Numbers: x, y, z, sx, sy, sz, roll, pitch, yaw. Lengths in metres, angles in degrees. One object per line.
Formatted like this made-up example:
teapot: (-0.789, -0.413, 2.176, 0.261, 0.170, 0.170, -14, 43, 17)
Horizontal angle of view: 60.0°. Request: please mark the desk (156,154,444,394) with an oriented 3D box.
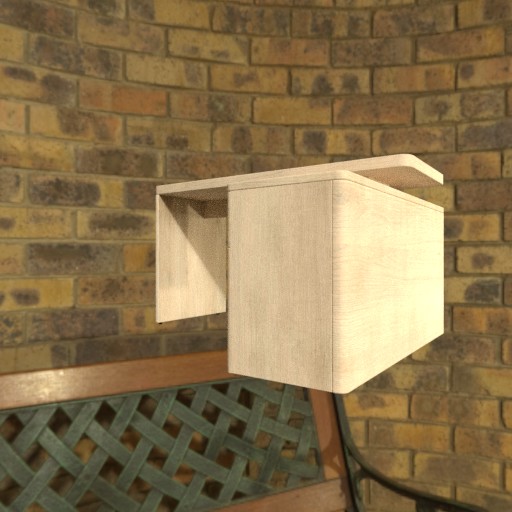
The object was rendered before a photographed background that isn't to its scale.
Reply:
desk: (0.000, 0.000, 2.053, 1.400, 0.770, 1.175, 0, 0, 35)
